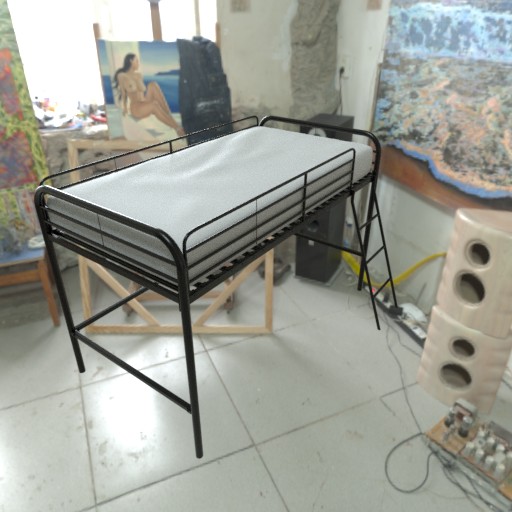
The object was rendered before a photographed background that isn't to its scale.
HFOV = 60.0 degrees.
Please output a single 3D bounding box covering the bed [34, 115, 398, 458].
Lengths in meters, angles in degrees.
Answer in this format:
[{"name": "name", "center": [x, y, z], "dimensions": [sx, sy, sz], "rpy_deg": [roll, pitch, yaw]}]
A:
[{"name": "bed", "center": [0.000, 0.000, 2.855], "dimensions": [1.393, 1.289, 1.968], "rpy_deg": [20, 35, 31]}]
